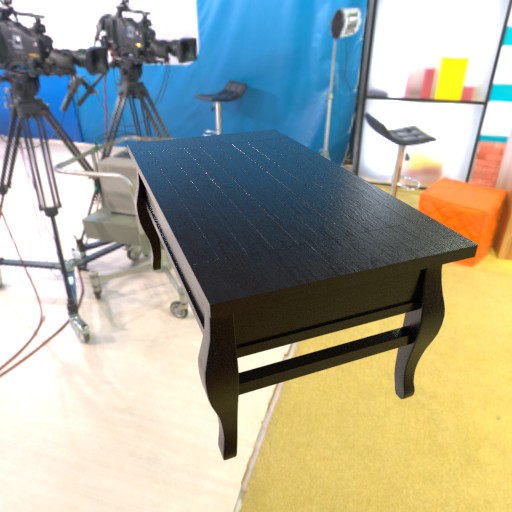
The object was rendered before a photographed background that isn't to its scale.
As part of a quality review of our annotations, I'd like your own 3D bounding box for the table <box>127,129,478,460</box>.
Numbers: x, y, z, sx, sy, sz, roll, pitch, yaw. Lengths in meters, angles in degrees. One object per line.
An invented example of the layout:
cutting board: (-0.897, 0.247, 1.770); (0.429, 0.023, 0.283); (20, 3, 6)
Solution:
table: (0.000, 0.000, 1.385); (0.600, 0.494, 1.062); (-11, 31, -19)
